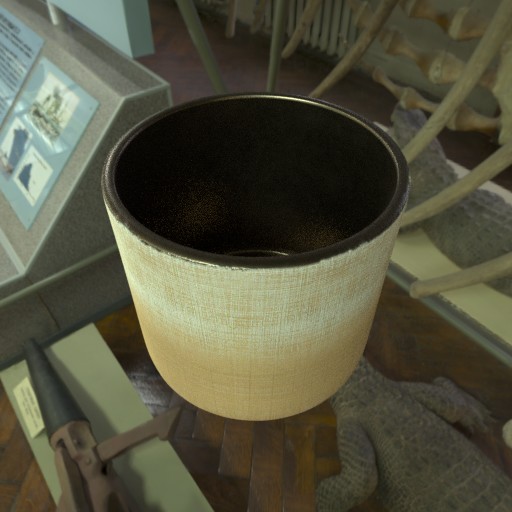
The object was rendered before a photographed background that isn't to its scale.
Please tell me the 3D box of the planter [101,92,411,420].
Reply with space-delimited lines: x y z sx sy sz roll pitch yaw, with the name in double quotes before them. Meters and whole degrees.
"planter" 0.000 0.000 0.388 0.221 0.201 0.221 0 45 0
